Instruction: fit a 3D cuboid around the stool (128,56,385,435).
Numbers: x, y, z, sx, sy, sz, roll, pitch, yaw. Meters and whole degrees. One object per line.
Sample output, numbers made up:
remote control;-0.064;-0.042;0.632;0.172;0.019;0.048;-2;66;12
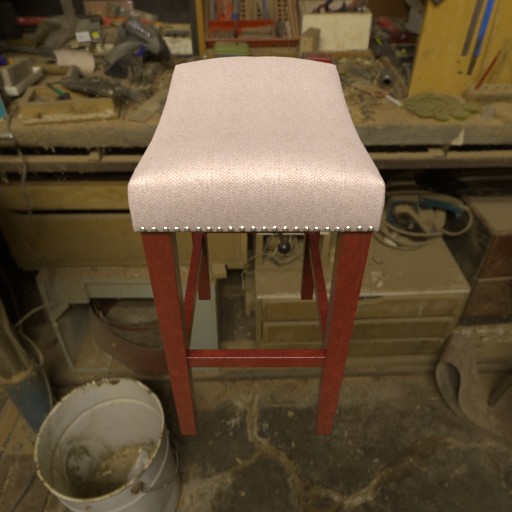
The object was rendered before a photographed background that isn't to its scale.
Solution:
stool;0.000;0.000;1.016;0.372;0.742;0.504;0;41;0
